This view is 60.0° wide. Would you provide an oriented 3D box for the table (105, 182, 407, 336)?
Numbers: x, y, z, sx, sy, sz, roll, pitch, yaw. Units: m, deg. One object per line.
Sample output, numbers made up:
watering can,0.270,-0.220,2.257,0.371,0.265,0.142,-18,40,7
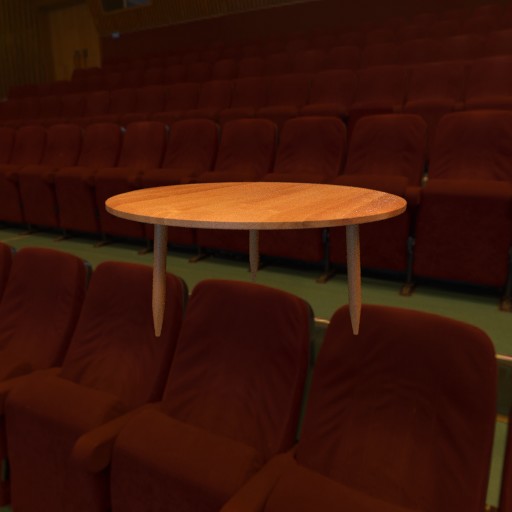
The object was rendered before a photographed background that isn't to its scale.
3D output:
table,0.000,0.000,1.443,0.900,0.400,0.900,0,15,0
